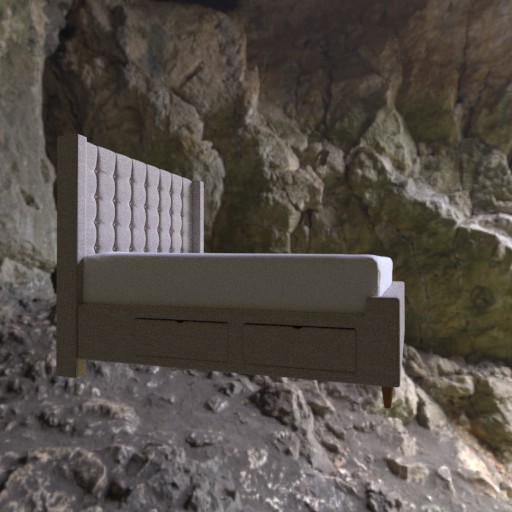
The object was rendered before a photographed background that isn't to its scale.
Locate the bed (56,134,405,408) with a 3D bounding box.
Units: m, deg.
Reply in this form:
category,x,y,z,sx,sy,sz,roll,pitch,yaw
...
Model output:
category,x,y,z,sx,sy,sz,roll,pitch,yaw
bed,0.000,0.000,3.775,2.372,1.748,2.044,0,-1,19
